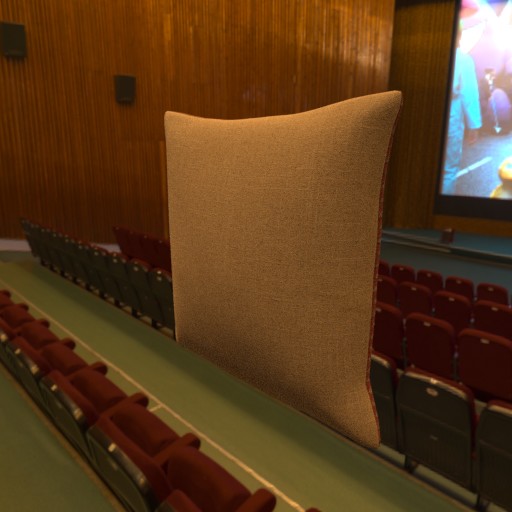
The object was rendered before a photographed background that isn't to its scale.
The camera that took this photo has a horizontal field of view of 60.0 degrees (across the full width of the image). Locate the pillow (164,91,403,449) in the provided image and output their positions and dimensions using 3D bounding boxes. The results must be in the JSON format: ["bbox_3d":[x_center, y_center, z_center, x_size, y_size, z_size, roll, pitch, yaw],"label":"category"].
[{"bbox_3d":[0.000,0.000,0.768,0.182,0.503,0.511,-14,20,-43],"label":"pillow"}]
